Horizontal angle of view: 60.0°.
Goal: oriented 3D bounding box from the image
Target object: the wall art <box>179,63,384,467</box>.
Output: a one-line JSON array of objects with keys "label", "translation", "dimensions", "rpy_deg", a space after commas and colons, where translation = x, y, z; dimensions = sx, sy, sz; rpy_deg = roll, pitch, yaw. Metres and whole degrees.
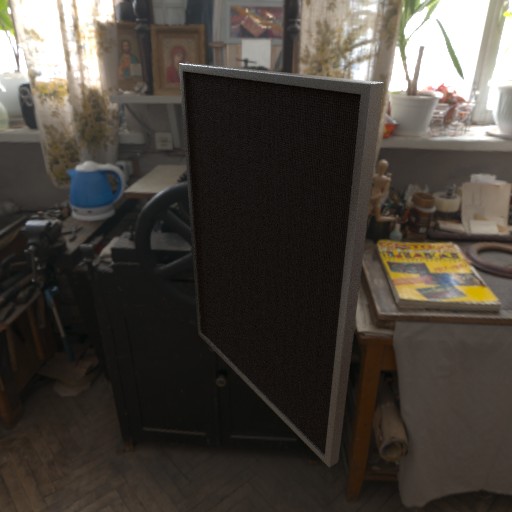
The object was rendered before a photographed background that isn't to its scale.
[{"label": "wall art", "translation": [0.000, 0.000, 1.372], "dimensions": [0.037, 1.062, 0.801], "rpy_deg": [-18, 31, -31]}]
